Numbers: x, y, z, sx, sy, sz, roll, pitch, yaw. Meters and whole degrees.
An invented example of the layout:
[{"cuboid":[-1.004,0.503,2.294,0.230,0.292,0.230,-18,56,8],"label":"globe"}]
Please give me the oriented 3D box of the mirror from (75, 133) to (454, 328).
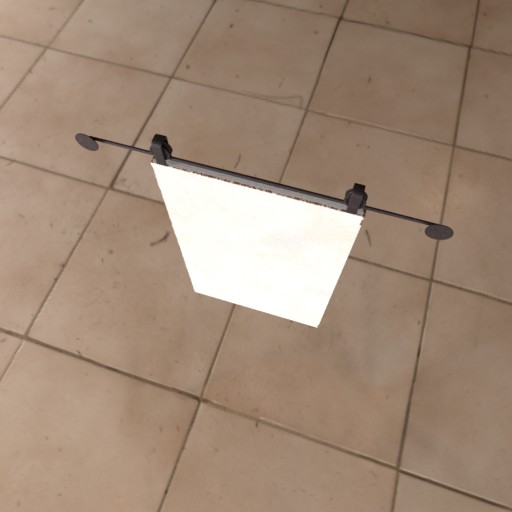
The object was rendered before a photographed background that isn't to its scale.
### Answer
[{"cuboid":[0.000,0.000,1.249,0.808,0.844,0.037,15,65,7],"label":"mirror"}]
